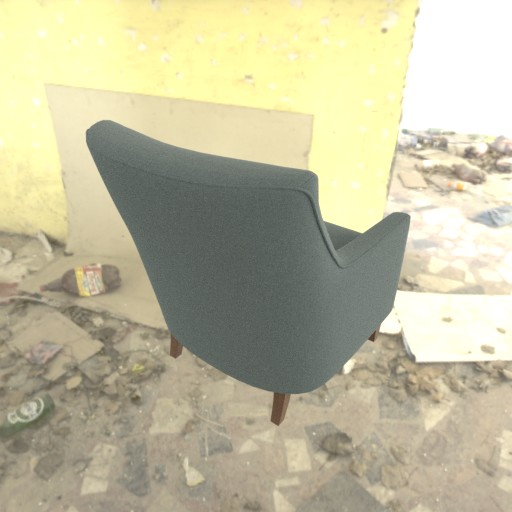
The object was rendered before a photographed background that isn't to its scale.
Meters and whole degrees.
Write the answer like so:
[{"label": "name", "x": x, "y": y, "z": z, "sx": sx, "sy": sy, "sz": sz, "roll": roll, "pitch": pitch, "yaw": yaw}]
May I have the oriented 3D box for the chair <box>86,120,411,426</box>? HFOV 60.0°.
[{"label": "chair", "x": 0.000, "y": 0.000, "z": 1.523, "sx": 0.756, "sy": 0.916, "sz": 0.879, "roll": 22, "pitch": 37, "yaw": 33}]
